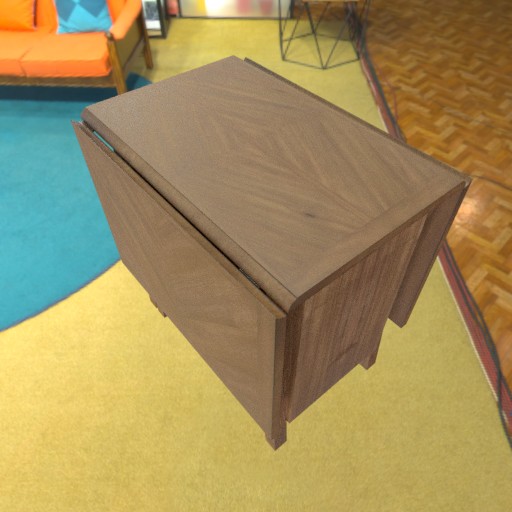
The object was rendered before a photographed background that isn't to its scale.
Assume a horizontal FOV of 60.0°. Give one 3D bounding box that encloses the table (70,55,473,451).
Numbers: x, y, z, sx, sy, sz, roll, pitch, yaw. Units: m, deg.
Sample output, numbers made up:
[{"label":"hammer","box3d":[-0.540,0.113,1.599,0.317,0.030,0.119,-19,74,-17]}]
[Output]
[{"label":"table","box3d":[0.000,0.000,1.627,0.701,0.981,0.967,-32,55,-25]}]
